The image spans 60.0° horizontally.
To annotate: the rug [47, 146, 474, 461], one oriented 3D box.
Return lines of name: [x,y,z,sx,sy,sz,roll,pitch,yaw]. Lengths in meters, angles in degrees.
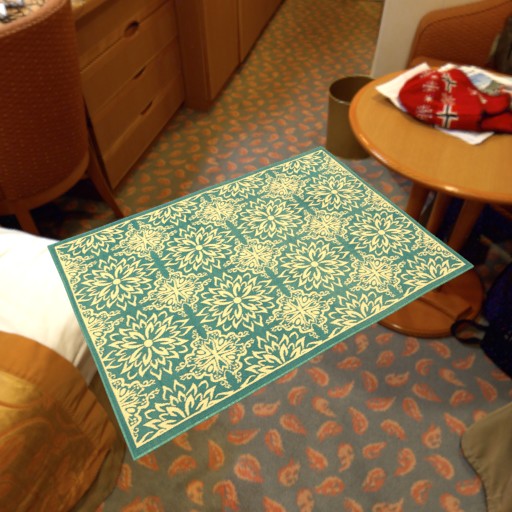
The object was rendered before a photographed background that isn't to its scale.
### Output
rug: [0.000,0.000,2.793,2.205,0.012,1.554,-24,51,-21]
